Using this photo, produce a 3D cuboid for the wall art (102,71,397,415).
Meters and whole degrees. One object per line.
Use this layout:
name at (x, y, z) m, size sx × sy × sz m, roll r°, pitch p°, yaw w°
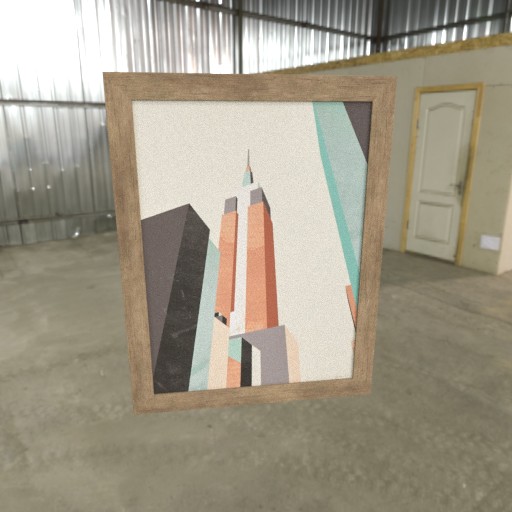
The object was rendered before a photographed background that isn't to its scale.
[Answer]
wall art at (0.000, 0.000, 0.901) m, size 0.534 × 0.686 × 0.018 m, roll -2°, pitch 17°, yaw -8°
